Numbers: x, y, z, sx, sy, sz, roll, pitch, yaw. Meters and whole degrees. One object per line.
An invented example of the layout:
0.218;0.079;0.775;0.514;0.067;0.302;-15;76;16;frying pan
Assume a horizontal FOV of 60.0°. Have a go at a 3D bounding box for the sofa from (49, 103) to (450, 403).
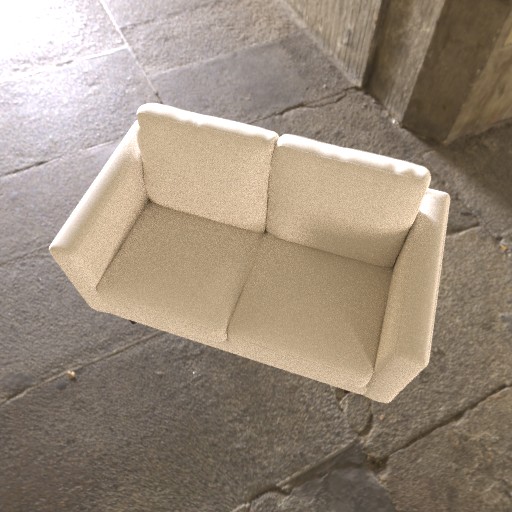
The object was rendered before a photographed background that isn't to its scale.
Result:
0.000;0.000;1.932;1.430;0.908;0.796;16;60;10;sofa
